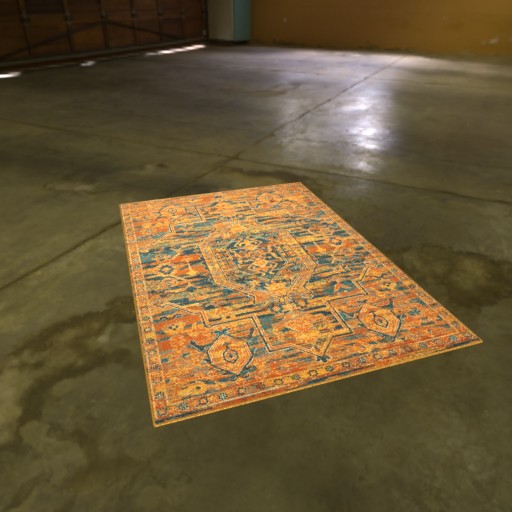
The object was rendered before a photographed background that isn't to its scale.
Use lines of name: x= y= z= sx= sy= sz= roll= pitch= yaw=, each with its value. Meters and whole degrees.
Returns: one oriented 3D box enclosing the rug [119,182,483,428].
rug: x=0.000 y=0.000 z=3.694 sx=2.043 sy=0.019 sz=2.916 roll=-9 pitch=32 yaw=-16
